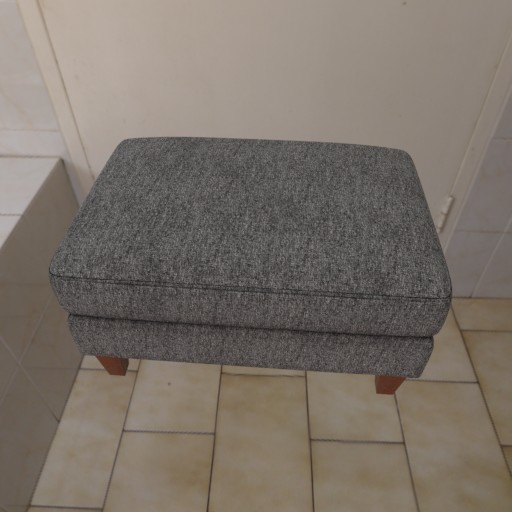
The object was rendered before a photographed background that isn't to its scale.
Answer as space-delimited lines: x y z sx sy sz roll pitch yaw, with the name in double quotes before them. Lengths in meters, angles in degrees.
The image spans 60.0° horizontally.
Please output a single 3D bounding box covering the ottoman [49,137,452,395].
"ottoman" 0.000 0.000 1.214 0.864 0.483 0.584 3 44 3
